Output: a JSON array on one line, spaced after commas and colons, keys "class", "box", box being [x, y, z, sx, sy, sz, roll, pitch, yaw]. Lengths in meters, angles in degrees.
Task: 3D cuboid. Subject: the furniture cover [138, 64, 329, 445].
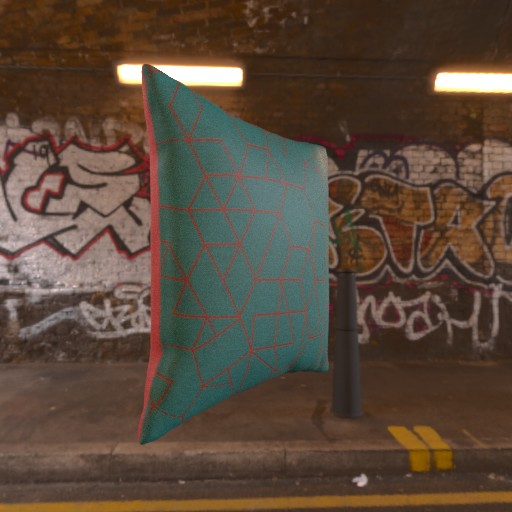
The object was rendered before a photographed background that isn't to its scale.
[{"class": "furniture cover", "box": [0.000, 0.000, 0.795, 0.158, 0.508, 0.517, -1, -1, 36]}]
